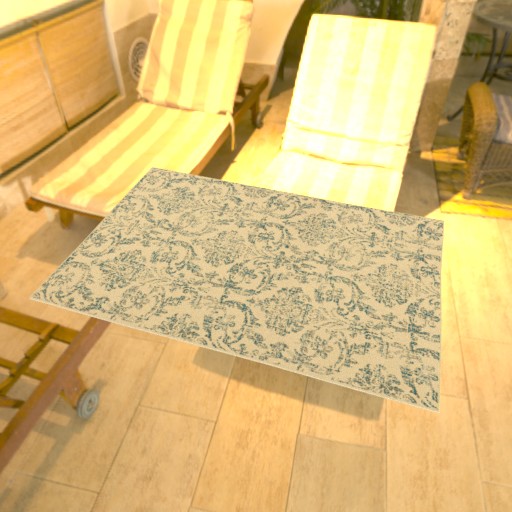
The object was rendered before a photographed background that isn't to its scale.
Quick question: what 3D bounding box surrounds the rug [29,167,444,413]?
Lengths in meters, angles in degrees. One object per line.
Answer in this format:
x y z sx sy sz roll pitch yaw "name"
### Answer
0.000 0.000 3.415 2.746 0.018 1.819 13 44 13 "rug"
